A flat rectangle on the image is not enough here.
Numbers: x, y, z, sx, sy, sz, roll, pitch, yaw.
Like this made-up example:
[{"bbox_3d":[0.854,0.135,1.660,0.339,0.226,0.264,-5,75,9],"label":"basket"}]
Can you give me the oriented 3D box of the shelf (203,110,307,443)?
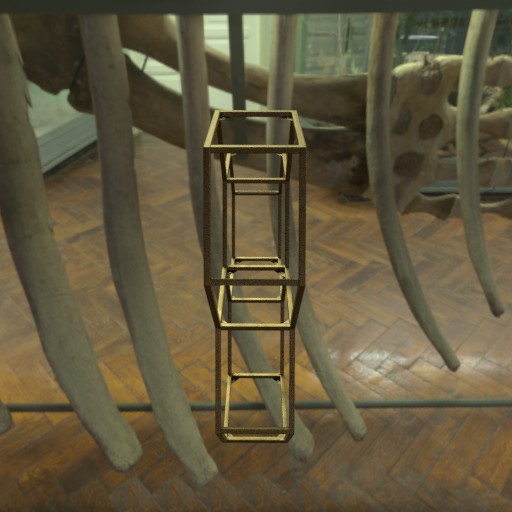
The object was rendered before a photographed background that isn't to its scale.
[{"bbox_3d":[0.000,0.000,1.046,0.150,0.701,0.708,0,33,0],"label":"shelf"}]
